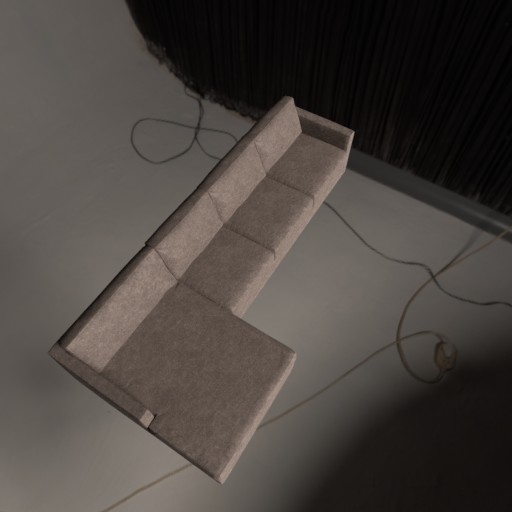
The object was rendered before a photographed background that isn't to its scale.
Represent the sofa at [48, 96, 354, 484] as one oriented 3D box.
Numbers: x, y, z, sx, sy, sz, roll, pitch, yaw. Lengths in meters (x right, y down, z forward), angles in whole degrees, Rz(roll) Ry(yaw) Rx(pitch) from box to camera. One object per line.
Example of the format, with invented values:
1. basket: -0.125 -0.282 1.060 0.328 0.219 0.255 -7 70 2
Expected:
1. sofa: 0.000 0.000 4.129 1.606 0.954 3.471 28 62 17
